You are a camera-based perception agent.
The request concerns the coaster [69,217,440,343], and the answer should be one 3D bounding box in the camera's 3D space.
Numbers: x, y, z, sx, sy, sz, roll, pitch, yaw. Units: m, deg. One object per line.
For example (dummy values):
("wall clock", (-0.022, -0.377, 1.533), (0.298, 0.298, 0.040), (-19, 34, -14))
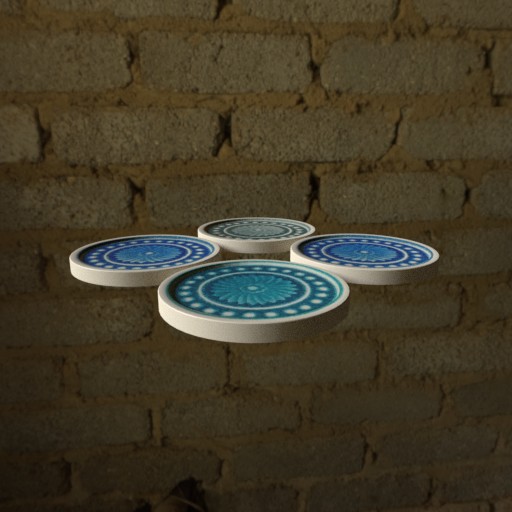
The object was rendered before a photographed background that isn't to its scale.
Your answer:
("coaster", (0.000, 0.000, 0.333), (0.220, 0.010, 0.224), (15, 21, 43))
